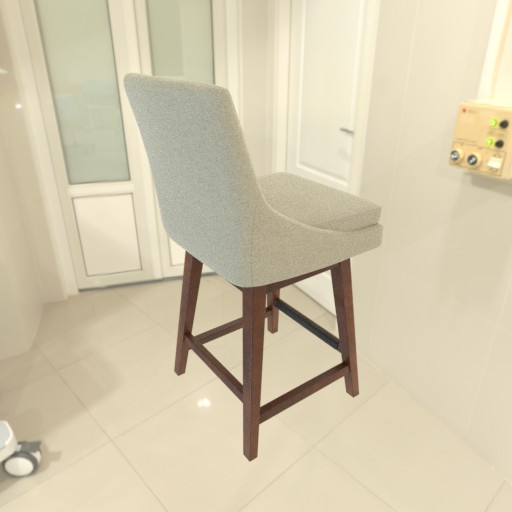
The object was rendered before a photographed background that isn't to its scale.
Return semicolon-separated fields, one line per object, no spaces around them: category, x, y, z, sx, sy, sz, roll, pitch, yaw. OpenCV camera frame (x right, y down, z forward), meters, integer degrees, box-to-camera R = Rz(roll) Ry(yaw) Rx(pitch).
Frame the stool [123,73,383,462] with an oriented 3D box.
stool;0.000;0.000;1.290;0.559;0.991;0.469;-18;31;-32
